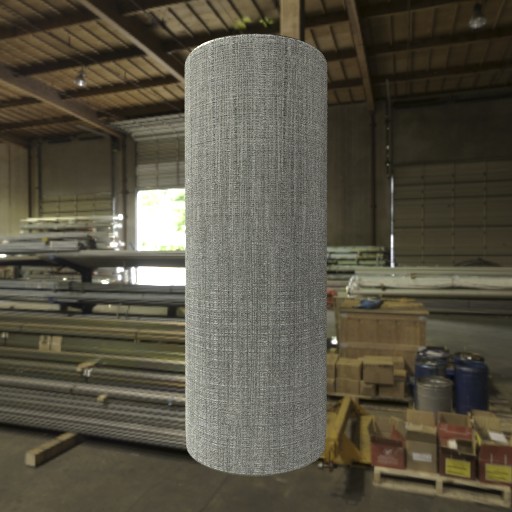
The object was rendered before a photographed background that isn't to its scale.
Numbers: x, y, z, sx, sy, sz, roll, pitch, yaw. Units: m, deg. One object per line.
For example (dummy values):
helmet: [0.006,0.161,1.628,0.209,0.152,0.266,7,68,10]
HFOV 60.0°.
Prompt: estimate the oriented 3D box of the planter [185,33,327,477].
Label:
planter: [0.000,0.000,0.317,0.100,0.270,0.100,0,1,18]
